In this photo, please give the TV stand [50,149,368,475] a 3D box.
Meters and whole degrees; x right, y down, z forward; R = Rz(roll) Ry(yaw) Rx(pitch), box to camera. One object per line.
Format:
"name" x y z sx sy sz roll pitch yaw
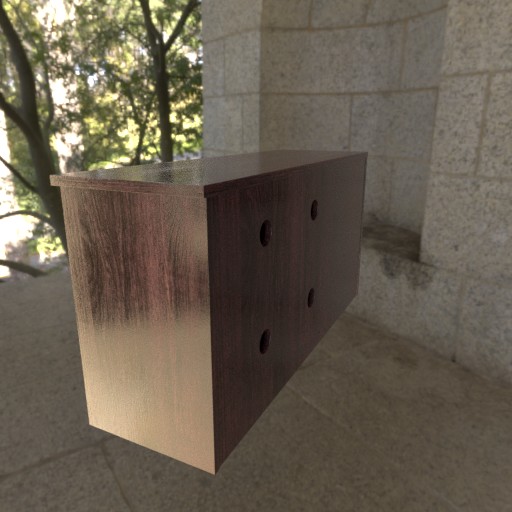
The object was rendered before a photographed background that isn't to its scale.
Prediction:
"TV stand" 0.000 0.000 1.442 0.404 0.614 1.192 8 18 26
